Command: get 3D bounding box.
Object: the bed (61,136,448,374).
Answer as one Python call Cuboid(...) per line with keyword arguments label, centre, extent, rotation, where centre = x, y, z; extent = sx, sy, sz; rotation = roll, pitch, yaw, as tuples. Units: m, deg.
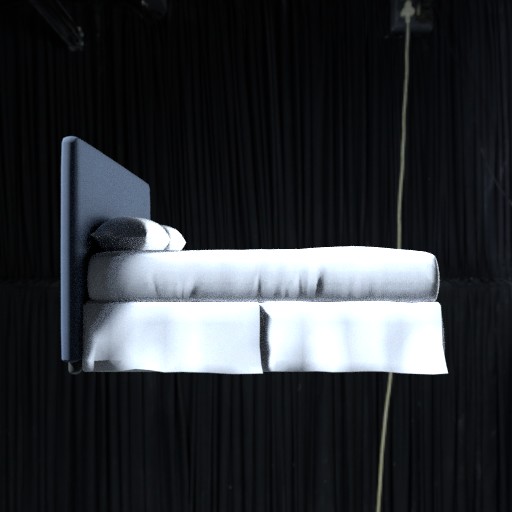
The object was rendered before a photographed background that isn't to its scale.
Cuboid(label="bed", centre=(0.000, 0.000, 3.245), extent=(2.162, 1.330, 1.713), rotation=(0, 0, 0))
